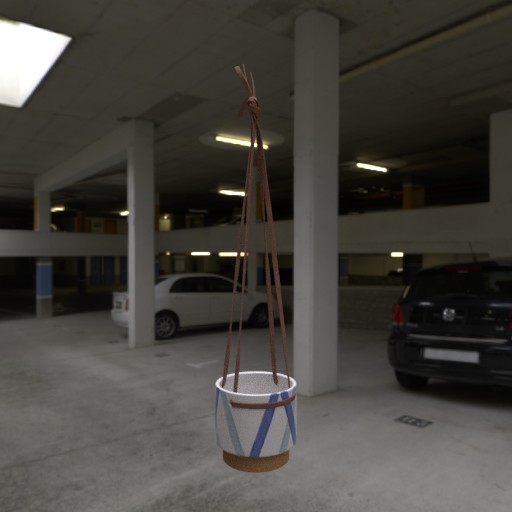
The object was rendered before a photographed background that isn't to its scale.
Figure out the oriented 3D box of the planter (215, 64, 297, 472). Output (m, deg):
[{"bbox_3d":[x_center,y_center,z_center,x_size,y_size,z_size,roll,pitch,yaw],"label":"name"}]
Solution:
[{"bbox_3d":[0.000,0.000,0.830,0.153,0.753,0.157,0,1,-38],"label":"planter"}]
